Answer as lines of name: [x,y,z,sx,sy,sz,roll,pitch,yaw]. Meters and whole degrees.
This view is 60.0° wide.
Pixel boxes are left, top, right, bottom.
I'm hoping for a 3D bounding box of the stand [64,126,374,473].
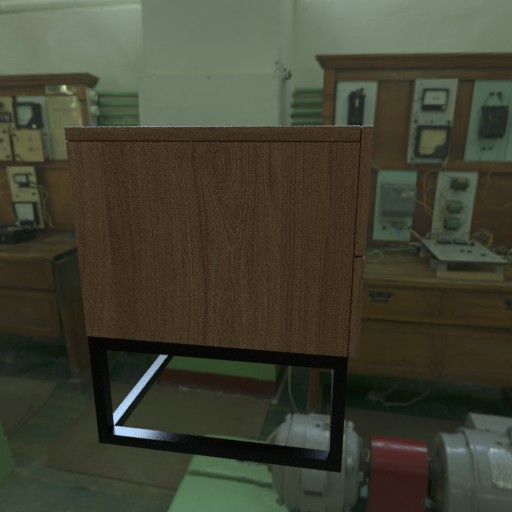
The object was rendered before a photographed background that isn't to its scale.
stand: [0.000,0.000,0.912,0.420,0.500,0.600,3,15,10]
